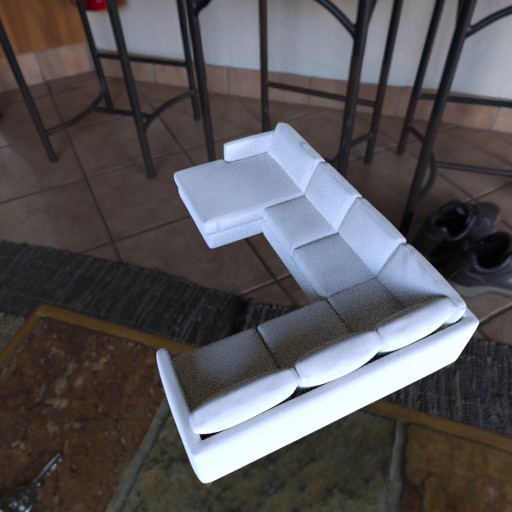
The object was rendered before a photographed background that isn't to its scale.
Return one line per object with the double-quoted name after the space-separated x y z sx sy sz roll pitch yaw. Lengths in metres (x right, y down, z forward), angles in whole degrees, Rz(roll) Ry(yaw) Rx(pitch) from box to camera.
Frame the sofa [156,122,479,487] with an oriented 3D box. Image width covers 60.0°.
0.000 0.000 4.564 2.593 0.956 3.459 -19 50 -17 "sofa"
